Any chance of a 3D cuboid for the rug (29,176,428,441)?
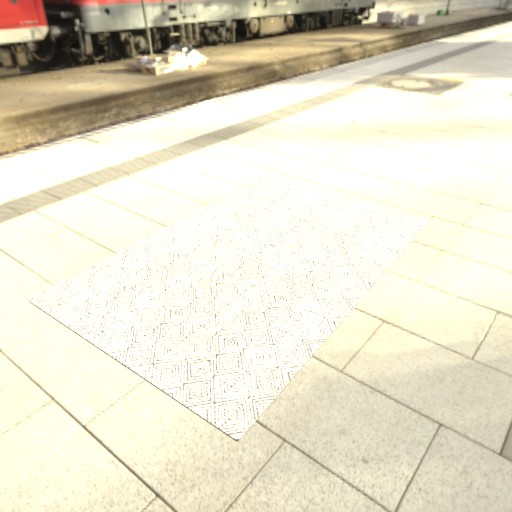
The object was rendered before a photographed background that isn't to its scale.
[{"bbox_3d":[0.000,0.000,2.258,1.175,0.008,1.783,21,38,30],"label":"rug"}]
